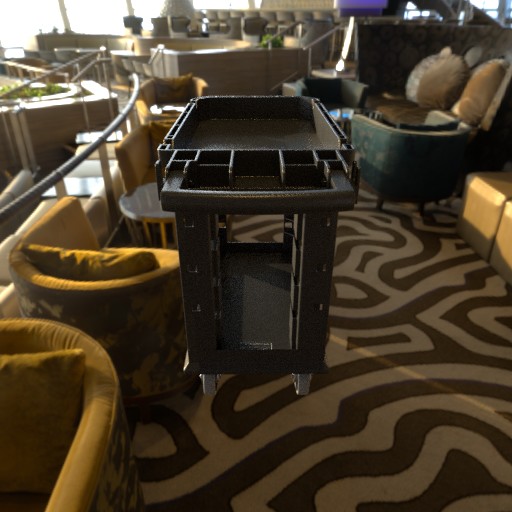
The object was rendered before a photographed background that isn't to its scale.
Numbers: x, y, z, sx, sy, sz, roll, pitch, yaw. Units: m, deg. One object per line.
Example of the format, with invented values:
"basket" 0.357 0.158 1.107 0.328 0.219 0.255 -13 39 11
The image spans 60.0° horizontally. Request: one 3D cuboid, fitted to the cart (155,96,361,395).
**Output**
"cart" 0.000 0.000 1.534 0.497 0.884 1.061 0 29 0
